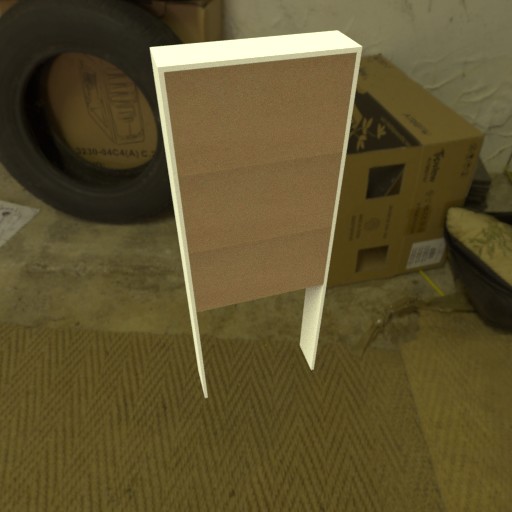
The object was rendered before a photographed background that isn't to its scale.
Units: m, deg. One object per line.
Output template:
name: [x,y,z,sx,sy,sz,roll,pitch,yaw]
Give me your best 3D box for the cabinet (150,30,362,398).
cabinet: [0.000,0.000,1.987,0.643,1.770,0.192,-11,43,-12]
